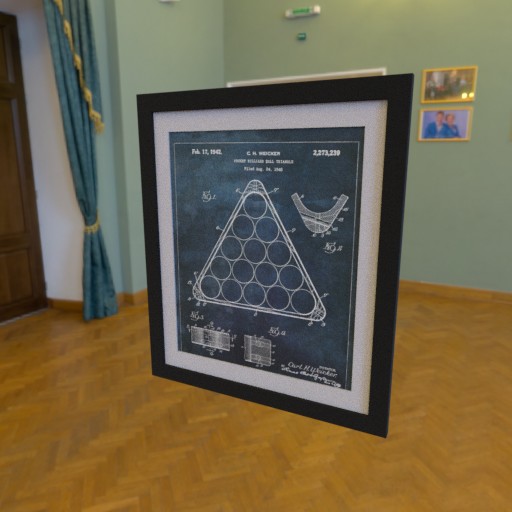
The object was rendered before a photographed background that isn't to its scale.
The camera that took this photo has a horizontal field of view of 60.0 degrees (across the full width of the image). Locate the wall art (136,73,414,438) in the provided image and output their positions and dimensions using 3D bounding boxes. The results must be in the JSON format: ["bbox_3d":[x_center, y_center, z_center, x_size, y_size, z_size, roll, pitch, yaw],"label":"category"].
[{"bbox_3d":[0.000,0.000,0.499,0.311,0.361,0.010,6,14,26],"label":"wall art"}]
